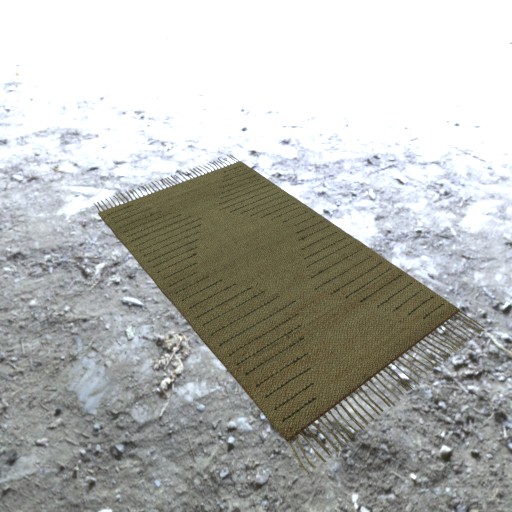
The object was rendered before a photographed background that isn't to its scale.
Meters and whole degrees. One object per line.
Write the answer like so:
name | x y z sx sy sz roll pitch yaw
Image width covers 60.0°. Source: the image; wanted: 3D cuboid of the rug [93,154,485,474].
rug | 0.000 0.000 1.982 0.905 0.017 1.718 -26 47 -27
